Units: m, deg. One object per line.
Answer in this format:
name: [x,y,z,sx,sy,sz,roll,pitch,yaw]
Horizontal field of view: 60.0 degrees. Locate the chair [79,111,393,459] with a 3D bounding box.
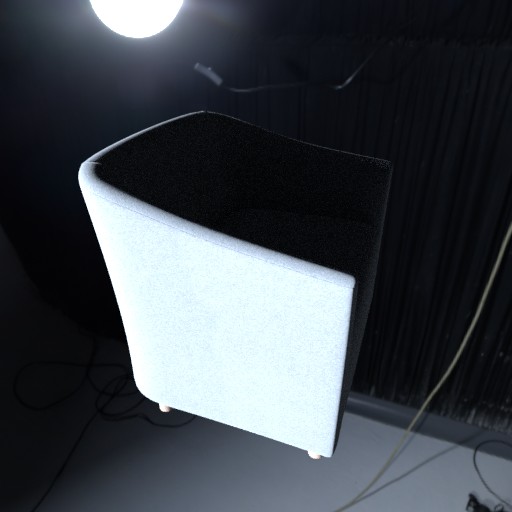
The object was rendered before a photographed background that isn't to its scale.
chair: [0.000,0.000,1.352,0.700,0.720,0.790,10,31,17]
